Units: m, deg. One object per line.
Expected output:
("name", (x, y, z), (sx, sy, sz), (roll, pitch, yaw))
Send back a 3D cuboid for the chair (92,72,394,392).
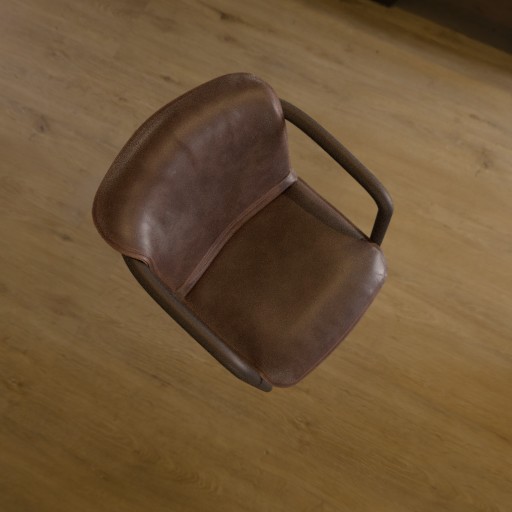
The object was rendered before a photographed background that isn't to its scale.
("chair", (0.000, 0.000, 1.254), (0.664, 0.836, 0.536), (41, 80, 9))
